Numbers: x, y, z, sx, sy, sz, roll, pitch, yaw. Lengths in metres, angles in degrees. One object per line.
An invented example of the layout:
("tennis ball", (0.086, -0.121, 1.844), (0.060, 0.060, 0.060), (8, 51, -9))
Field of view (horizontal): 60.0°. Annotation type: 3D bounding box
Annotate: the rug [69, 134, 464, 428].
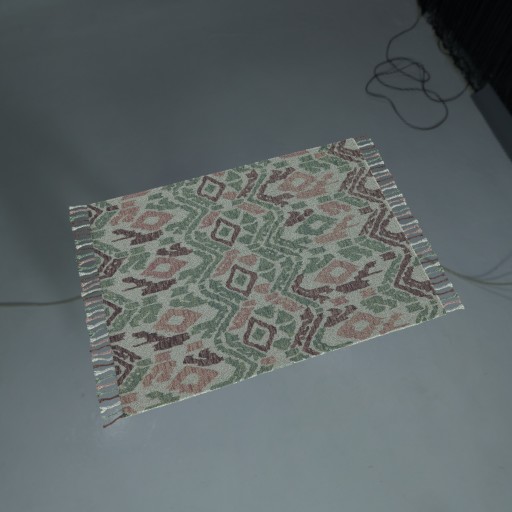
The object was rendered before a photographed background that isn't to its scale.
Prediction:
("rug", (0.000, 0.000, 2.348), (1.829, 0.010, 1.219), (-16, 65, -8))
